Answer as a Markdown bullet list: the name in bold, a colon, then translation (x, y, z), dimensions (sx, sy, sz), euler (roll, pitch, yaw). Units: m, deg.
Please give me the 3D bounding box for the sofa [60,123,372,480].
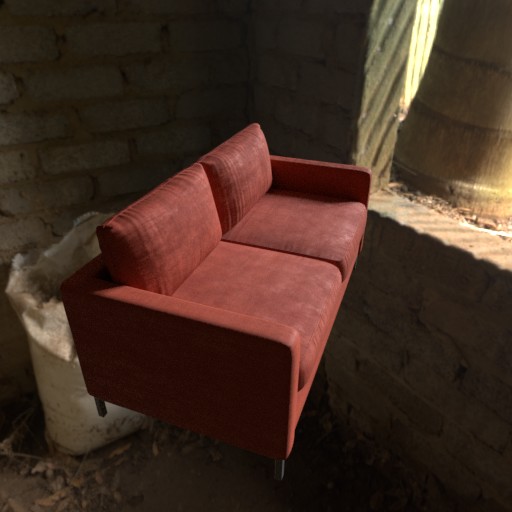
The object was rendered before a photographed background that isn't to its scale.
- **sofa**: translation (0.000, 0.000, 2.105), dimensions (0.864, 0.896, 1.574), euler (11, 32, 18)
